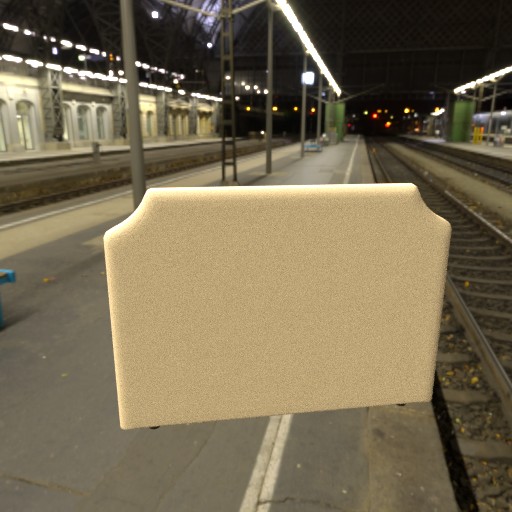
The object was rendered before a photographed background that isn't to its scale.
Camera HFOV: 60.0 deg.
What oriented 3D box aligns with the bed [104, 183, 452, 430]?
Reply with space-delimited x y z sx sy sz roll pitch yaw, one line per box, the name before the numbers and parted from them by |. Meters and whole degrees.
bed | 0.000 0.000 3.885 2.134 1.524 2.548 -2 16 -8
